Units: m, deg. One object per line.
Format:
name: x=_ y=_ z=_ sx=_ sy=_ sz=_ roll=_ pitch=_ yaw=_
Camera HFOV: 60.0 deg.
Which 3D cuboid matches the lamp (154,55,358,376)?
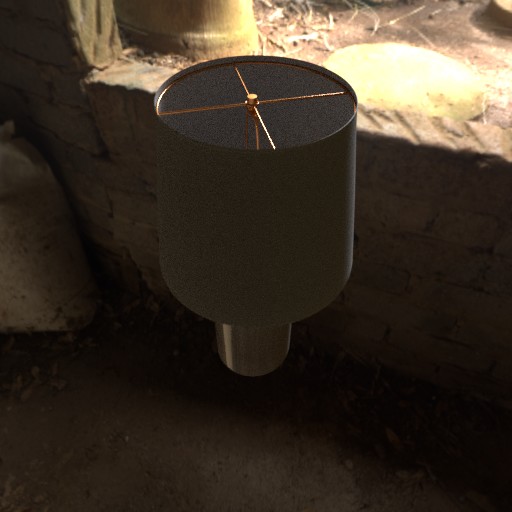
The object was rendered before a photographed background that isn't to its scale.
lamp: x=0.000 y=0.000 z=0.448 sx=0.189 sy=0.340 sz=0.189 roll=0 pitch=46 yaw=0
